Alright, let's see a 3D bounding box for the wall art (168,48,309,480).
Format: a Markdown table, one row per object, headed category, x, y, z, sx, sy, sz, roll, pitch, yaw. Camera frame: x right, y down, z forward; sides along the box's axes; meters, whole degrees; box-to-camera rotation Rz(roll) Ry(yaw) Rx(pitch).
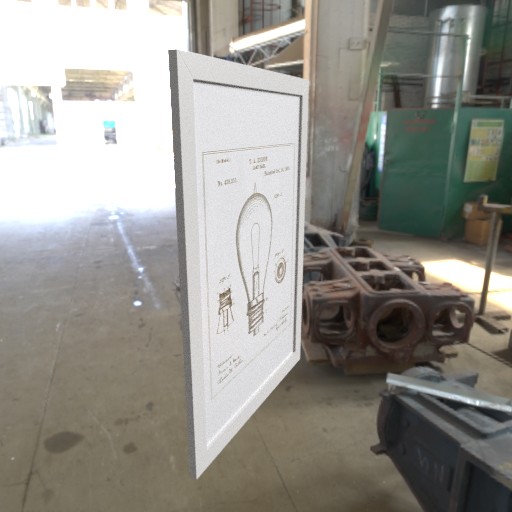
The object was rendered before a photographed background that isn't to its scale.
| category | x | y | z | sx | sy | sz | roll | pitch | yaw |
| --- | --- | --- | --- | --- | --- | --- | --- | --- | --- |
| wall art | 0.000 | 0.000 | 0.605 | 0.010 | 0.474 | 0.325 | 8 | 18 | 27 |
